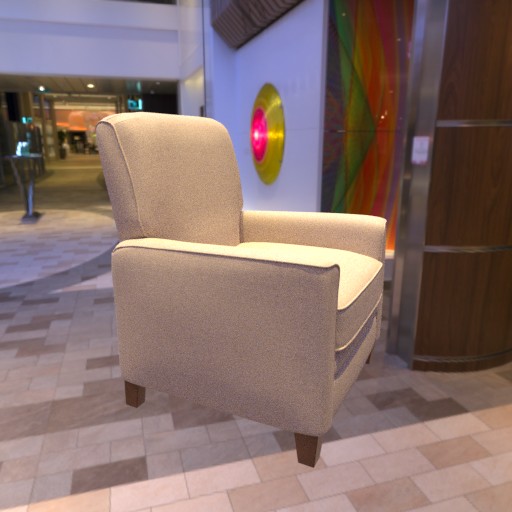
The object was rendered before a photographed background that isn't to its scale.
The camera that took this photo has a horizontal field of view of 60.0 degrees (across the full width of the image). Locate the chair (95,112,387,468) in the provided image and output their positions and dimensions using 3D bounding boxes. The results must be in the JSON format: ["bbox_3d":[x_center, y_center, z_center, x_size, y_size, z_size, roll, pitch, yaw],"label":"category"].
[{"bbox_3d":[0.000,0.000,1.652,0.858,1.023,0.841,7,16,26],"label":"chair"}]
